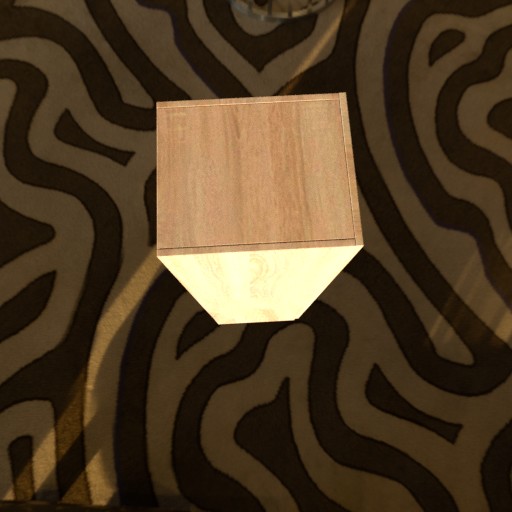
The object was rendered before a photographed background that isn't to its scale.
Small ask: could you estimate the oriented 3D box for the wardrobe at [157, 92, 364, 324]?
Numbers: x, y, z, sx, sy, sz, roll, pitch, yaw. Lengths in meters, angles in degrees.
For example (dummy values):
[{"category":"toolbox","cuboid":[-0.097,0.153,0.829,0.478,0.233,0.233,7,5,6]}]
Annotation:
[{"category":"wardrobe","cuboid":[0.000,0.000,2.342,0.588,2.117,0.496,-3,76,-1]}]
